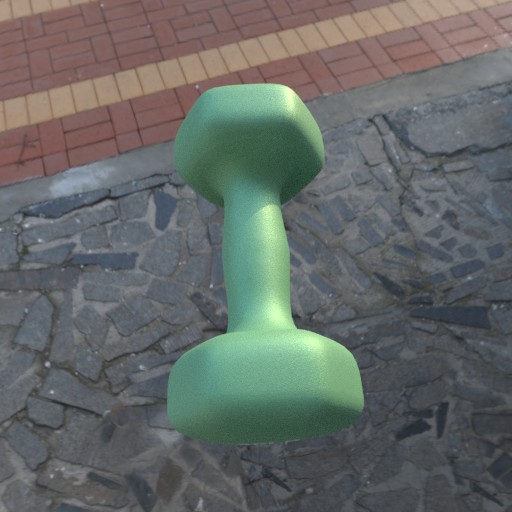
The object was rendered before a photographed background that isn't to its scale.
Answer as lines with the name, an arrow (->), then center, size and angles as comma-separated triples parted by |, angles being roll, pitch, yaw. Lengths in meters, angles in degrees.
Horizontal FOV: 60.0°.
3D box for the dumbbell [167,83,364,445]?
dumbbell -> 0.000, 0.000, 0.332 | 0.129, 0.117, 0.260 | -2, 64, -1
